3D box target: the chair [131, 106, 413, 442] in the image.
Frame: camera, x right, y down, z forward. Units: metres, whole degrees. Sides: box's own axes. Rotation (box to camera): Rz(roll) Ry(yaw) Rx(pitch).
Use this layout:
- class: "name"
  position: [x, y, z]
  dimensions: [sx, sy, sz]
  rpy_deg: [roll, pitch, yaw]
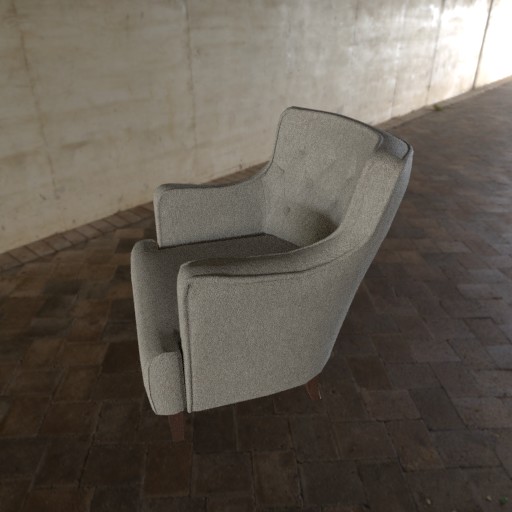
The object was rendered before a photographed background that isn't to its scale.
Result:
- class: "chair"
  position: [0.000, 0.000, 1.612]
  dimensions: [0.910, 0.920, 0.820]
  rpy_deg: [-8, 30, -15]
